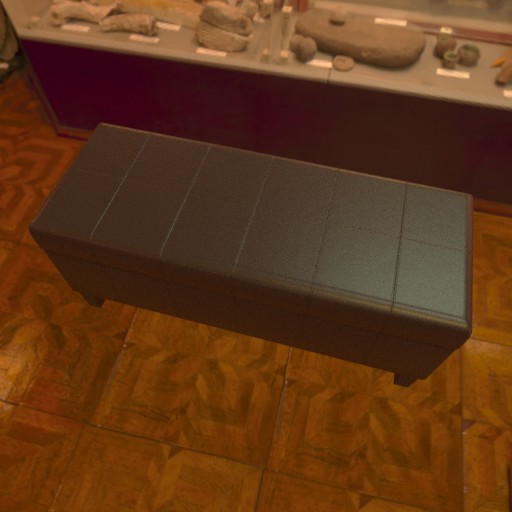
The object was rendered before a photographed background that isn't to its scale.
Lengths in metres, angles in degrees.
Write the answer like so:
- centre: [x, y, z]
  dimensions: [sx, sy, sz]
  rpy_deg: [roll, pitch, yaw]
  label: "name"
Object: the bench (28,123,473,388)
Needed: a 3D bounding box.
- centre: [0.000, 0.000, 1.322]
  dimensions: [1.092, 0.457, 0.429]
  rpy_deg: [13, 58, 8]
  label: "bench"
